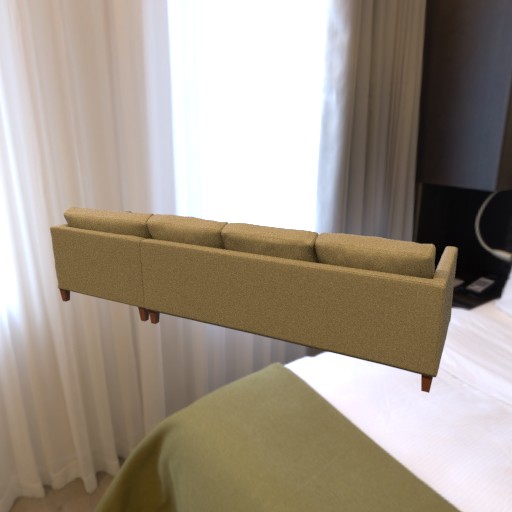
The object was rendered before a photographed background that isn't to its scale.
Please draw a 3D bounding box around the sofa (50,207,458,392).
[{"bbox_3d":[0.000,0.000,3.855,3.186,0.861,1.625,8,18,26],"label":"sofa"}]
